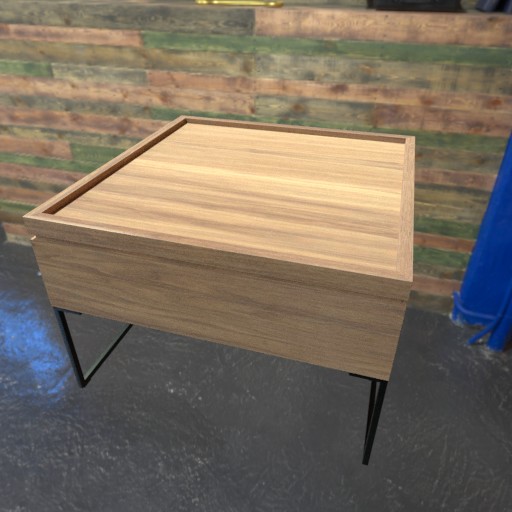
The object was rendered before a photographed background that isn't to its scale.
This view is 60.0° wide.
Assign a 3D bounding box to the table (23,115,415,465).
[{"bbox_3d":[0.000,0.000,1.115,0.679,0.464,0.676,10,34,14],"label":"table"}]
